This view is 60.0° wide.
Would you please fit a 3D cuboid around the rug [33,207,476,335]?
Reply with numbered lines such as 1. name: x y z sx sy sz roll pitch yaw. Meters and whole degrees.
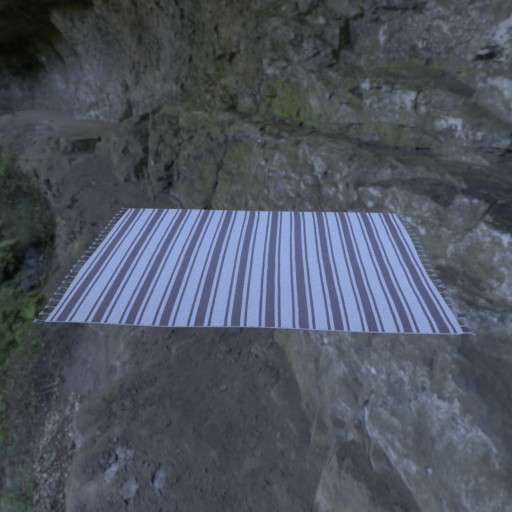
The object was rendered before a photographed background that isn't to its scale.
1. rug: 0.000 0.000 3.873 3.040 0.017 2.030 1 29 2
